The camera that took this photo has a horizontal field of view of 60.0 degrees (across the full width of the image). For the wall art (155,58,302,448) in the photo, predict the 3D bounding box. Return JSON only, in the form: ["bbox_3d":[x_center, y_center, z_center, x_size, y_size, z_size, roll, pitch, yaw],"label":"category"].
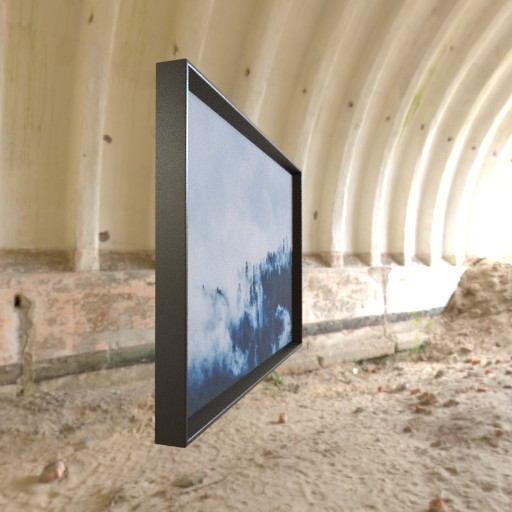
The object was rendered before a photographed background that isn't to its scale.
[{"bbox_3d":[0.000,0.000,1.182,0.058,0.640,0.939,0,-1,18],"label":"wall art"}]
